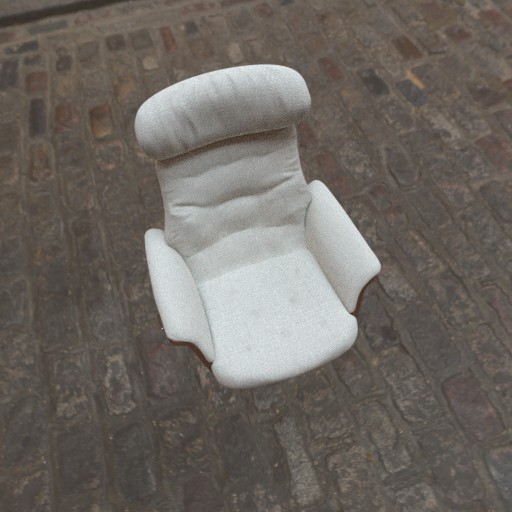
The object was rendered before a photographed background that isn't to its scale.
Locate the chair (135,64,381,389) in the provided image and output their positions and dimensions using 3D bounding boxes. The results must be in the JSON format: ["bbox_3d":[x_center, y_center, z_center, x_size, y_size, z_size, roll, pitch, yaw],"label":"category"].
[{"bbox_3d":[0.000,0.000,1.595,0.785,0.995,0.837,-17,63,-9],"label":"chair"}]
